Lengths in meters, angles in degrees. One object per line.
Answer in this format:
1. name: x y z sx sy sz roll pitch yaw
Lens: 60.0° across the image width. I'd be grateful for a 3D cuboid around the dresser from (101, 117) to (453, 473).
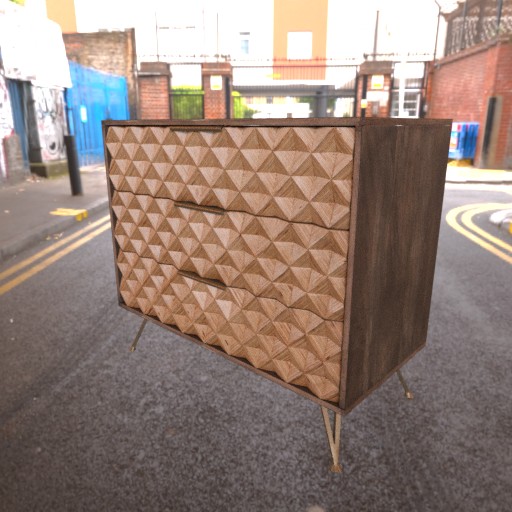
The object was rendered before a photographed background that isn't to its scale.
1. dresser: 0.000 0.000 1.362 0.923 0.801 0.453 15 22 40
